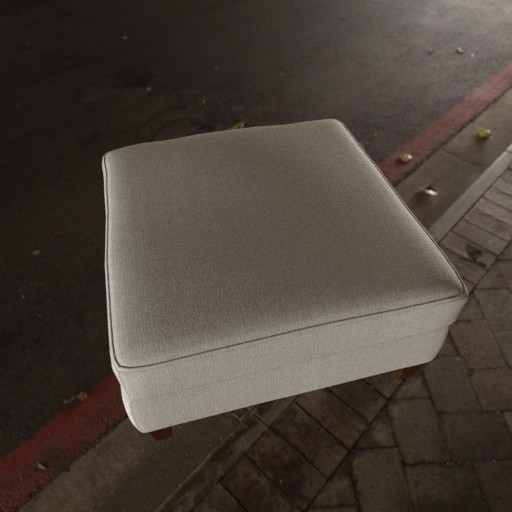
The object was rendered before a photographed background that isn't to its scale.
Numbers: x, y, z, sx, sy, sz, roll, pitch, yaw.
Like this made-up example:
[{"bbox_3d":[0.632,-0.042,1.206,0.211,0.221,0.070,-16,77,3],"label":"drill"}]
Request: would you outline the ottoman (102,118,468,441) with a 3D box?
[{"bbox_3d":[0.000,0.000,1.349,0.838,0.478,0.838,-11,47,-10],"label":"ottoman"}]
